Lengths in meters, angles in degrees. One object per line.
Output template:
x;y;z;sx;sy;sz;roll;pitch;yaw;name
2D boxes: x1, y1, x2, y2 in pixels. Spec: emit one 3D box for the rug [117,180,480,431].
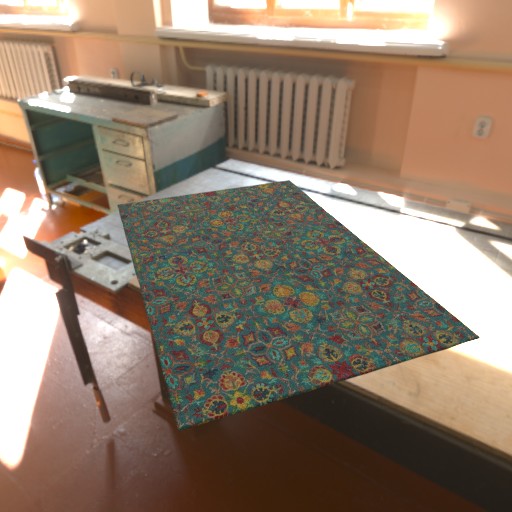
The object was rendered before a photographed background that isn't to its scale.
0.000;0.000;2.893;1.527;0.016;2.290;-11;33;-18;rug
